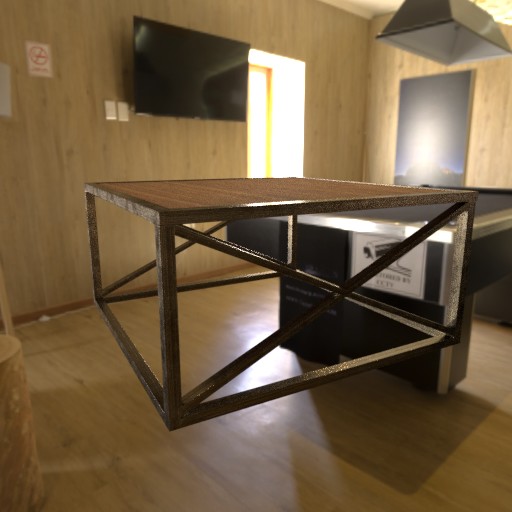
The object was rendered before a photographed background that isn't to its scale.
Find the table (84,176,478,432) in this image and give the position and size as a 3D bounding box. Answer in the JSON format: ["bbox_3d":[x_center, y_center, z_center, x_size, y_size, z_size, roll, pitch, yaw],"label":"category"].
[{"bbox_3d":[0.000,0.000,1.449,0.899,0.451,0.909,-7,15,-28],"label":"table"}]
